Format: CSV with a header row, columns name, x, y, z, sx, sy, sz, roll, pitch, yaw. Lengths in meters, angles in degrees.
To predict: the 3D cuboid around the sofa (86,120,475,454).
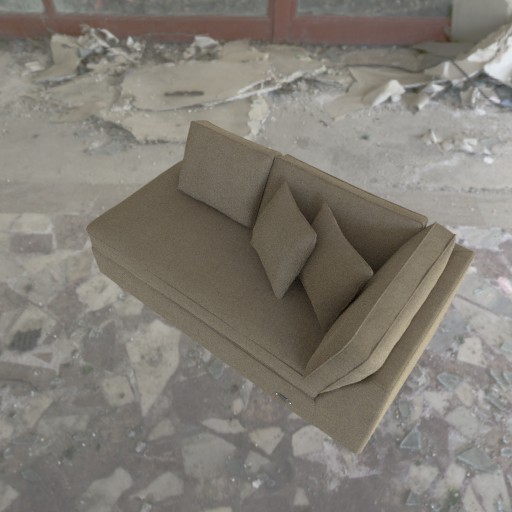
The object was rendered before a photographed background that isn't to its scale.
name,x,y,z,sx,sy,sz,roll,pitch,yaw
sofa,0.000,0.000,2.833,2.238,1.019,1.110,30,54,25
